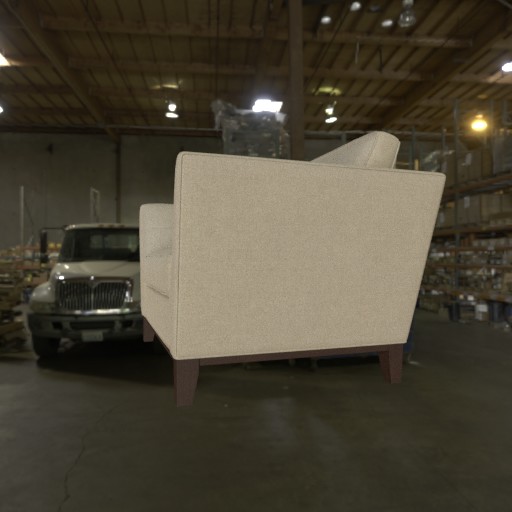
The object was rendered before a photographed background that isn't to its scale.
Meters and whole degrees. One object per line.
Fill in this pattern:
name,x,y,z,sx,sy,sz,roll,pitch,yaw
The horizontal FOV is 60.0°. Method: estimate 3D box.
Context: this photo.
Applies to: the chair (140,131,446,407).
chair,0.000,0.000,2.082,0.965,0.940,1.397,0,0,-19
